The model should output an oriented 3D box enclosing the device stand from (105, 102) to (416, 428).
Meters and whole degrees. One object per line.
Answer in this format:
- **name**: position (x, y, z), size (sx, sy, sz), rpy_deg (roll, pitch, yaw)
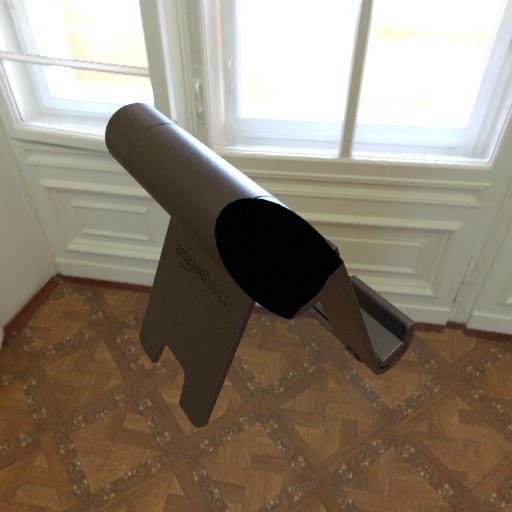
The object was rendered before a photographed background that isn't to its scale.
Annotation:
- **device stand**: position (0.000, 0.000, 0.149), size (0.079, 0.084, 0.088), rpy_deg (-25, 47, -26)
